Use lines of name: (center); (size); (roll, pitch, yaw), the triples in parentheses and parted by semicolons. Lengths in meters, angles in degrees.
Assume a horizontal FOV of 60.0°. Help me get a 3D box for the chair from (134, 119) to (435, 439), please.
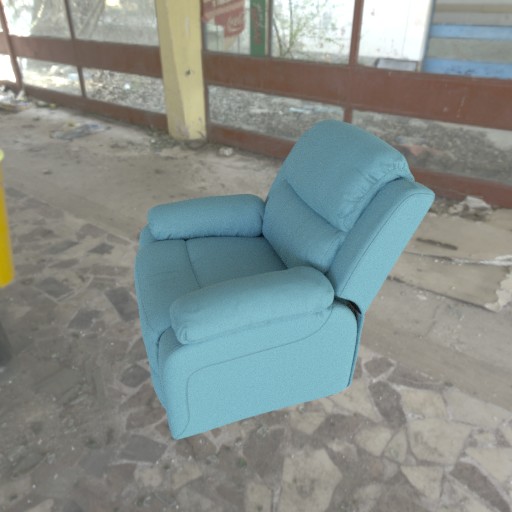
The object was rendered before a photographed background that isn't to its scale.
chair: (0.000, 0.000, 1.310); (0.709, 0.702, 0.680); (-9, 32, -15)
